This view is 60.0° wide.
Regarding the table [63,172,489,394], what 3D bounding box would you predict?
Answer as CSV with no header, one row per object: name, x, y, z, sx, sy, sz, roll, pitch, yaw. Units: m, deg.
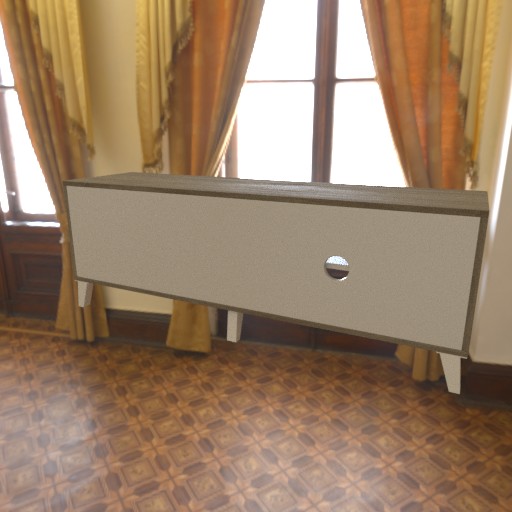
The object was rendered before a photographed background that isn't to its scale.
table,0.000,0.000,1.676,1.500,0.530,0.400,8,18,25
